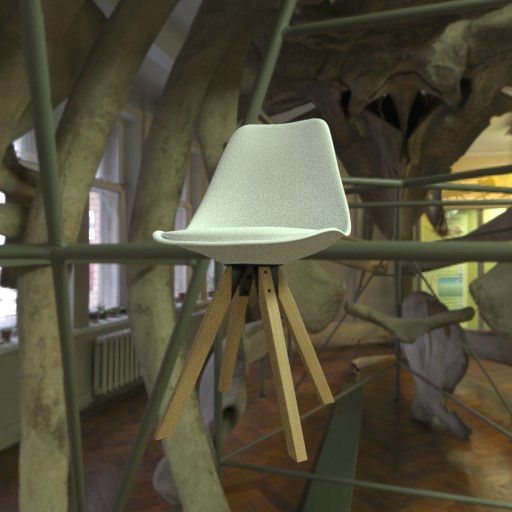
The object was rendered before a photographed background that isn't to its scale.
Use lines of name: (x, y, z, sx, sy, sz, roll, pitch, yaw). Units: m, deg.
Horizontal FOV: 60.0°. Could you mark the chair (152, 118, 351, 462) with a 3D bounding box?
chair: (0.000, 0.000, 1.178, 0.485, 0.849, 0.550, 0, 1, 18)
